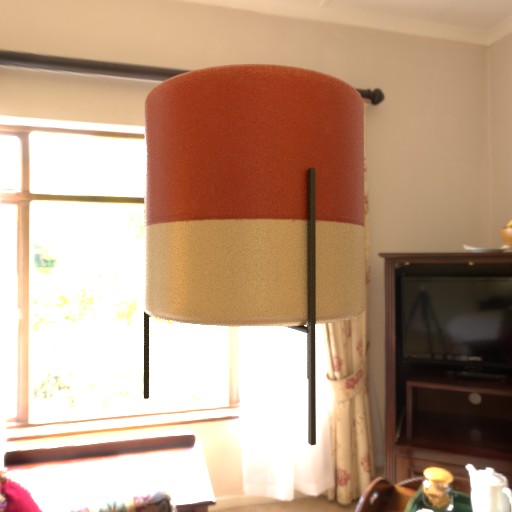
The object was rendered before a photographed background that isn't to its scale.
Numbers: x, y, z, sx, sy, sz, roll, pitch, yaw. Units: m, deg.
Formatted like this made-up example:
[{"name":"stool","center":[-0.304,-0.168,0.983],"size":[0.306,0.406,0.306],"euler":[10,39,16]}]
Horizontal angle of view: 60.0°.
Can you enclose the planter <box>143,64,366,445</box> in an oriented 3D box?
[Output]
[{"name":"planter","center":[0.000,0.000,0.710],"size":[0.345,0.465,0.354],"euler":[-1,-1,36]}]
